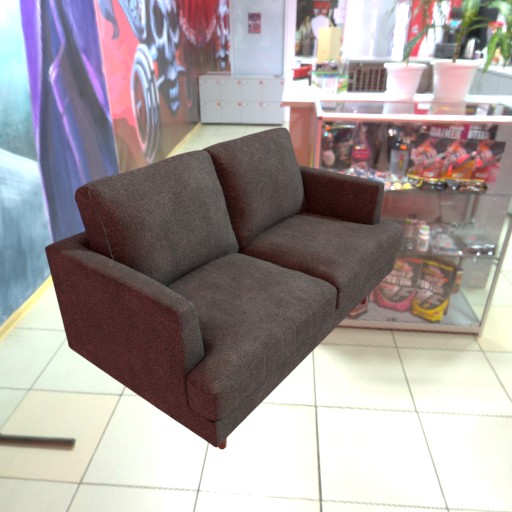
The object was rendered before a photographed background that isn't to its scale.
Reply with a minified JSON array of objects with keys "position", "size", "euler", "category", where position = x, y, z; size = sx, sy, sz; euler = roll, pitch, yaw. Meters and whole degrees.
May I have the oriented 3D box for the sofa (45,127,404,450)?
[{"position":[0.000,0.000,2.120],"size":[0.903,0.956,1.582],"euler":[19,33,32],"category":"sofa"}]
